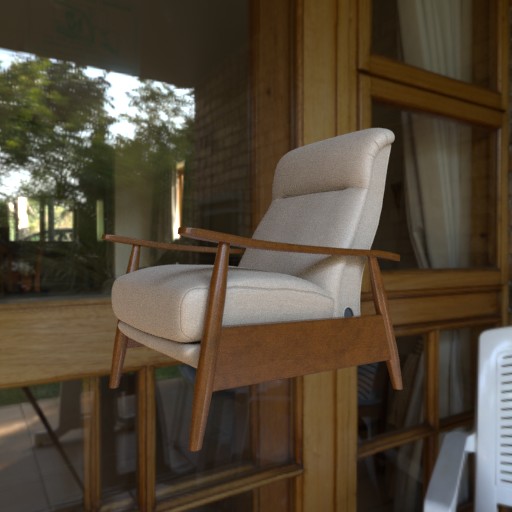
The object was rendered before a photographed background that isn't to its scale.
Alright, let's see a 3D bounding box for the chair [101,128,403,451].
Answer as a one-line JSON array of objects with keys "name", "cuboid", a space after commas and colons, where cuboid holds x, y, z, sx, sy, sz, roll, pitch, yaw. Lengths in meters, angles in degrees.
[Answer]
[{"name": "chair", "cuboid": [0.000, 0.000, 1.815, 1.030, 1.082, 0.762, -1, 1, -36]}]
